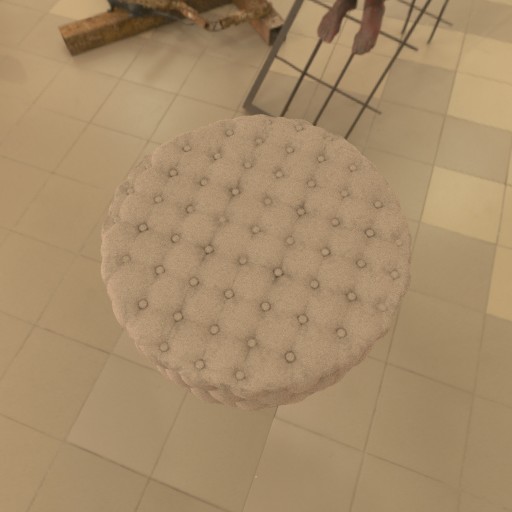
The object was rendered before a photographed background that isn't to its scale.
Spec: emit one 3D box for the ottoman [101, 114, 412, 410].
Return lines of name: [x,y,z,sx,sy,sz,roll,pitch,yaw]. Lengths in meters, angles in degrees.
ottoman: [0.000,0.000,1.544,0.998,0.399,0.998,0,64,0]
